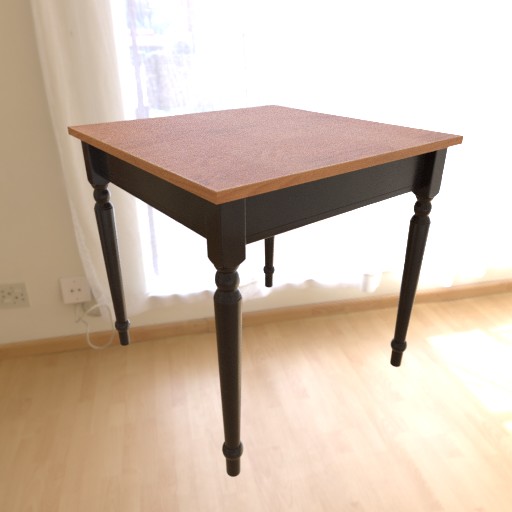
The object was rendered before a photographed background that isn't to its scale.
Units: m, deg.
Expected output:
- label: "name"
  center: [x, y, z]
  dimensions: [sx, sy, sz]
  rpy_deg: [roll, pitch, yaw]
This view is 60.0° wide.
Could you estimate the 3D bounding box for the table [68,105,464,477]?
- label: "table"
  center: [0.000, 0.000, 1.336]
  dimensions: [0.747, 0.738, 0.747]
  rpy_deg: [-19, 32, -34]
